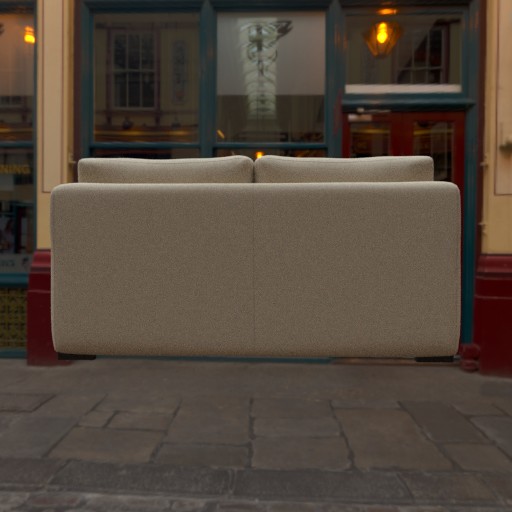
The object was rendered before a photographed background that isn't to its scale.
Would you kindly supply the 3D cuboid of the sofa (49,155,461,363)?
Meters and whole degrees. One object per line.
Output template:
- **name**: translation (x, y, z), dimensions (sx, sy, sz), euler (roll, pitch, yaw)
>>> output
- **sofa**: translation (0.000, 0.000, 2.467), dimensions (1.885, 0.967, 0.962), euler (0, 0, 2)
